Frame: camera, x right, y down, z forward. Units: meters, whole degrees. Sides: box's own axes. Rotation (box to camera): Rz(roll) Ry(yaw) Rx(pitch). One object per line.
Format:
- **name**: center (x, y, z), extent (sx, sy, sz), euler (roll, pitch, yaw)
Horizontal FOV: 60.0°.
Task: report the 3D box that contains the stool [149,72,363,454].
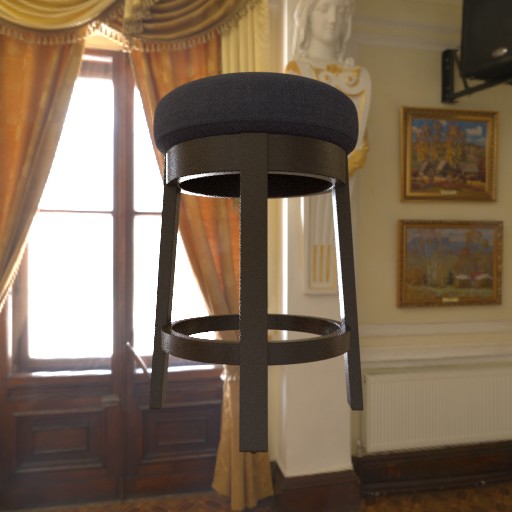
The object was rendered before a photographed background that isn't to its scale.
- **stool**: center (0.000, 0.000, 0.950), extent (0.449, 0.655, 0.449), euler (0, 0, 0)
